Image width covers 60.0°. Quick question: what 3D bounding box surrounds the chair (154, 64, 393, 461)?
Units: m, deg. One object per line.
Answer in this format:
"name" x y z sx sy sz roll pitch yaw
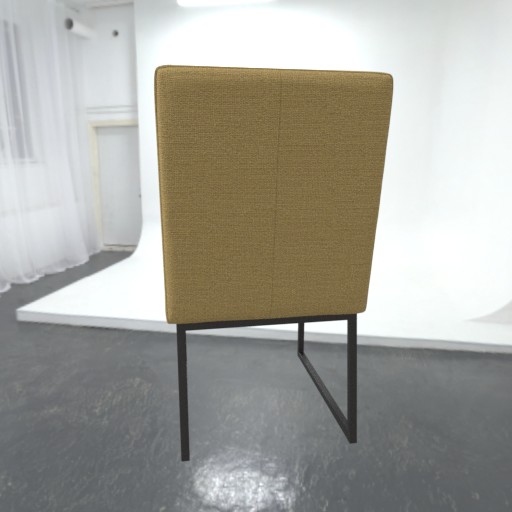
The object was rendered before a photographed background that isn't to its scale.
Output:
"chair" 0.000 0.000 1.296 0.520 0.930 0.634 -2 12 -9
